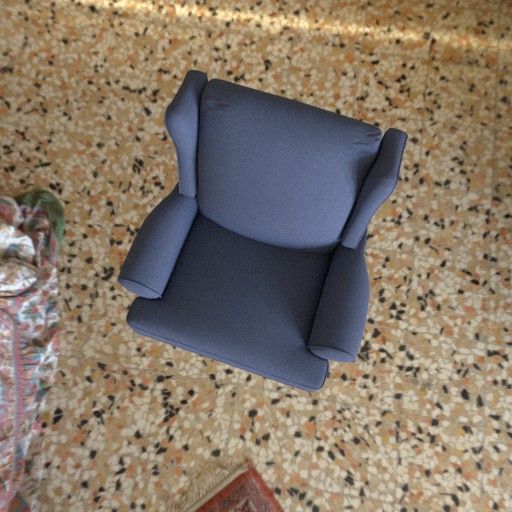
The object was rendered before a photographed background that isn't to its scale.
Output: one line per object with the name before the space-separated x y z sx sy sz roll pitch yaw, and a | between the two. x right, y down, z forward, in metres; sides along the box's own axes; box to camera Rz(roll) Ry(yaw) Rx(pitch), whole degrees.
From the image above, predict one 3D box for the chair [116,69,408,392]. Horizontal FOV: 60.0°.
chair | 0.000 0.000 1.778 0.971 1.020 0.877 18 77 4
